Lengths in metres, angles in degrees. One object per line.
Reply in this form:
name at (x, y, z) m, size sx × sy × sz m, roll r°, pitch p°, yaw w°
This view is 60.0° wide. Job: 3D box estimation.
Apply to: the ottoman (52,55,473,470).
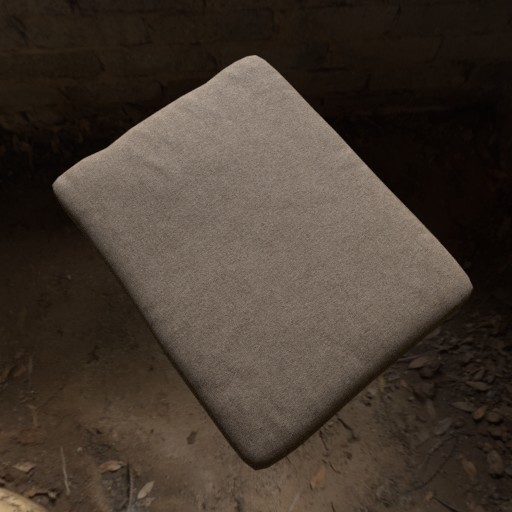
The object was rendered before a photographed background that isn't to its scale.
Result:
ottoman at (0.000, 0.000, 1.282) m, size 0.692 × 0.511 × 0.889 m, roll -37°, pitch 77°, yaw -10°
